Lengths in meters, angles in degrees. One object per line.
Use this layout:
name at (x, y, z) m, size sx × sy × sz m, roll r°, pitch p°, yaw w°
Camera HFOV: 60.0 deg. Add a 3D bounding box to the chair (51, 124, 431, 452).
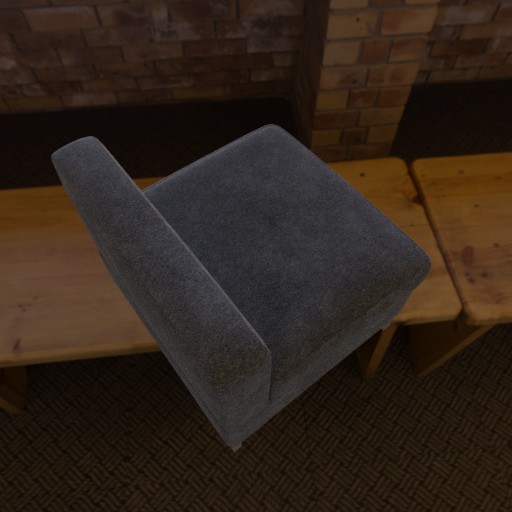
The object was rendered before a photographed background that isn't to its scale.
chair at (0.000, 0.000, 1.216) m, size 0.680 × 0.660 × 0.680 m, roll -33°, pitch 63°, yaw -19°
